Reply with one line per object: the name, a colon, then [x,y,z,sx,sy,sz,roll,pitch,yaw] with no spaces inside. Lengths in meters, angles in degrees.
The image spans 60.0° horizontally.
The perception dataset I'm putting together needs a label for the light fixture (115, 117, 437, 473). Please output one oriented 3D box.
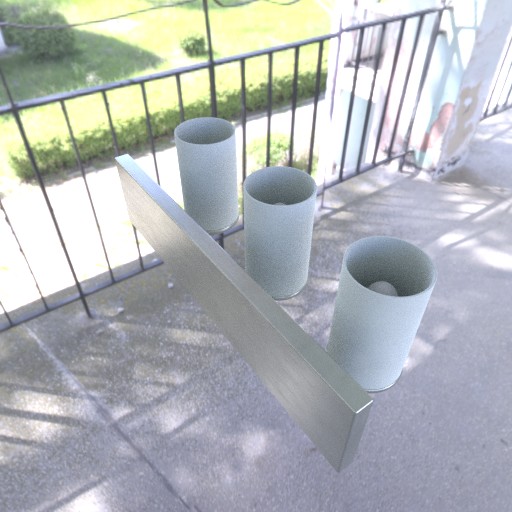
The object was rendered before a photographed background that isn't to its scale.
light fixture: [0.000,0.000,0.520,0.145,0.172,0.451,-25,48,-26]
